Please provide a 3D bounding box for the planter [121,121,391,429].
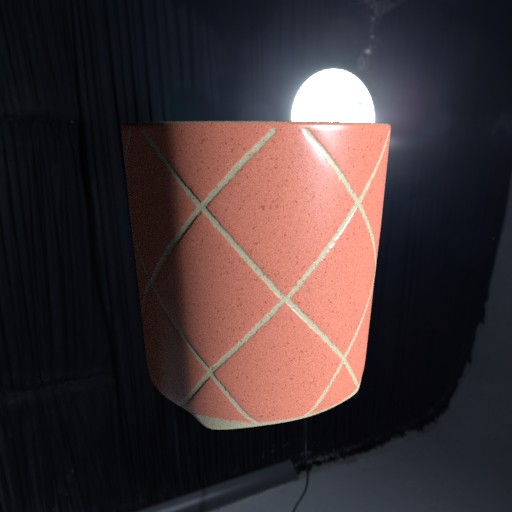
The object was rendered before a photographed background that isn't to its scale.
[{"bbox_3d":[0.000,0.000,0.352,0.191,0.200,0.191,0,15,0],"label":"planter"}]
